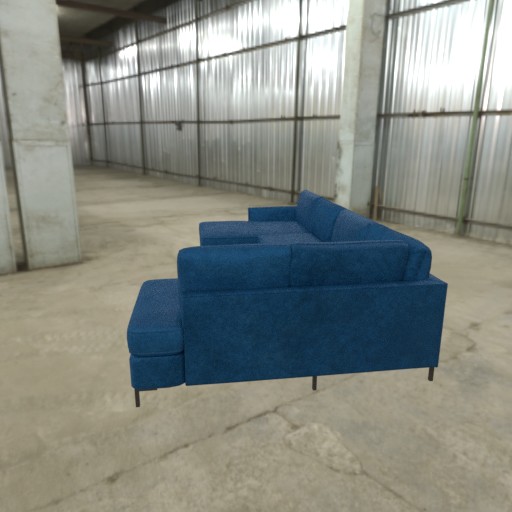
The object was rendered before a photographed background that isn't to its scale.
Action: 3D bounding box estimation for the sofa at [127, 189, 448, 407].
[{"bbox_3d":[0.000,0.000,4.411,2.055,0.992,3.434,-2,15,-8],"label":"sofa"}]
